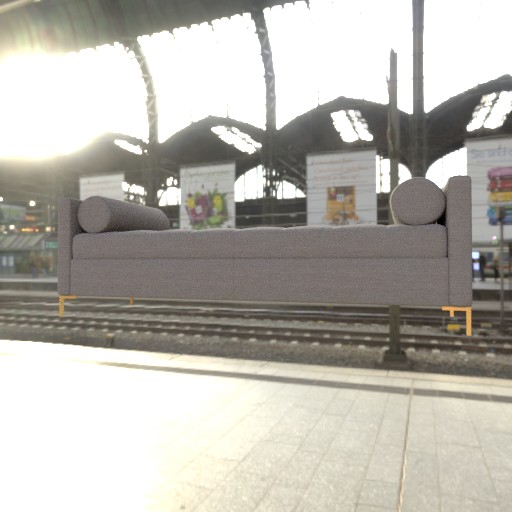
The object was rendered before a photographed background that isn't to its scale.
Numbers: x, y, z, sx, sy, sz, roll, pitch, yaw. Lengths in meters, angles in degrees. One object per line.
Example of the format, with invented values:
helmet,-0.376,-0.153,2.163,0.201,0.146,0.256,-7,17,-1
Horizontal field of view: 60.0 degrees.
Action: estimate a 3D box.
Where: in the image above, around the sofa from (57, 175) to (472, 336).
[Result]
sofa,0.000,0.000,2.335,1.981,0.635,0.686,0,-1,18
